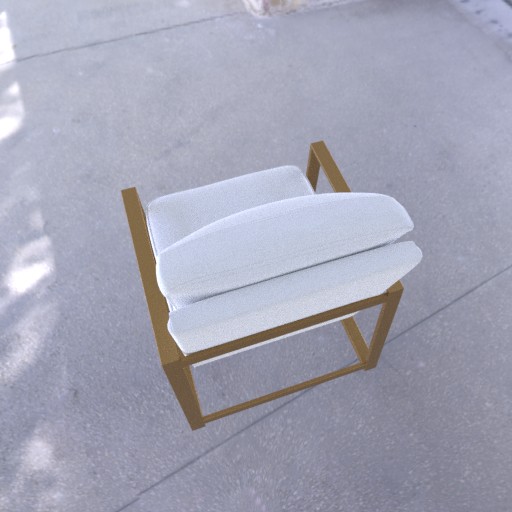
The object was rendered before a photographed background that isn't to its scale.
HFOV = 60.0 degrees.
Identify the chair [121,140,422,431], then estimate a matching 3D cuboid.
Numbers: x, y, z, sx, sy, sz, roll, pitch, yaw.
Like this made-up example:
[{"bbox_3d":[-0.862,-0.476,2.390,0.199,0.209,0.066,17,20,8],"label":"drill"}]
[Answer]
[{"bbox_3d":[0.000,0.000,1.603,0.805,0.966,0.813,-16,60,-10],"label":"chair"}]
